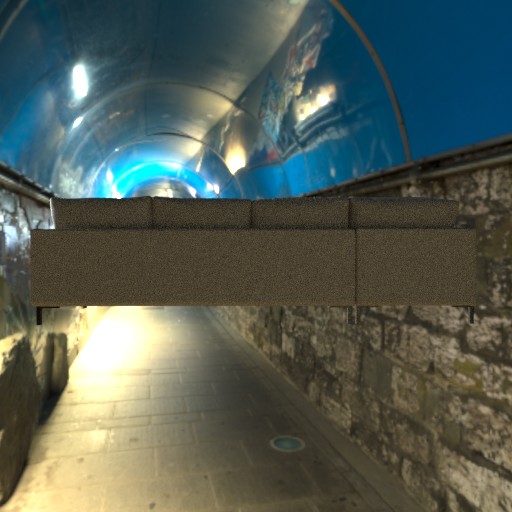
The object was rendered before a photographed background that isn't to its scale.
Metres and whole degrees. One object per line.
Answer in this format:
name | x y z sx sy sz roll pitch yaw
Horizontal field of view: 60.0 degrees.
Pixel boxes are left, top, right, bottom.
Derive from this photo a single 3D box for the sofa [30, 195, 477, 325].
sofa | 0.000 0.000 3.152 2.423 0.703 1.617 0 1 -1
